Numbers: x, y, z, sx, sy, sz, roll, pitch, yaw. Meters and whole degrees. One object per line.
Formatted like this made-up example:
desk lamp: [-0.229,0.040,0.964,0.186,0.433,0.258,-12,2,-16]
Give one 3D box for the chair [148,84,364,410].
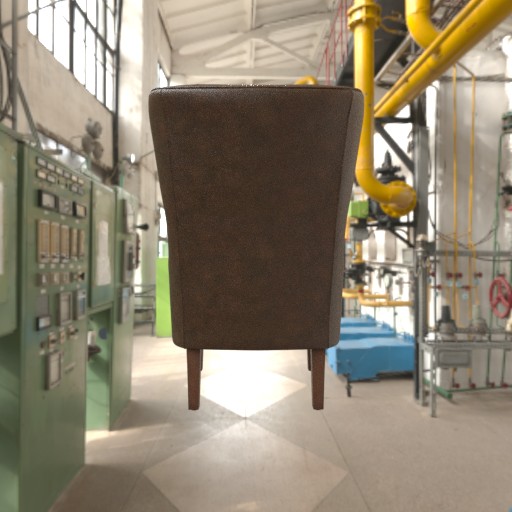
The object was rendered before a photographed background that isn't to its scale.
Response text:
chair: [0.000,0.000,1.659,0.692,1.048,0.914,0,0,0]
